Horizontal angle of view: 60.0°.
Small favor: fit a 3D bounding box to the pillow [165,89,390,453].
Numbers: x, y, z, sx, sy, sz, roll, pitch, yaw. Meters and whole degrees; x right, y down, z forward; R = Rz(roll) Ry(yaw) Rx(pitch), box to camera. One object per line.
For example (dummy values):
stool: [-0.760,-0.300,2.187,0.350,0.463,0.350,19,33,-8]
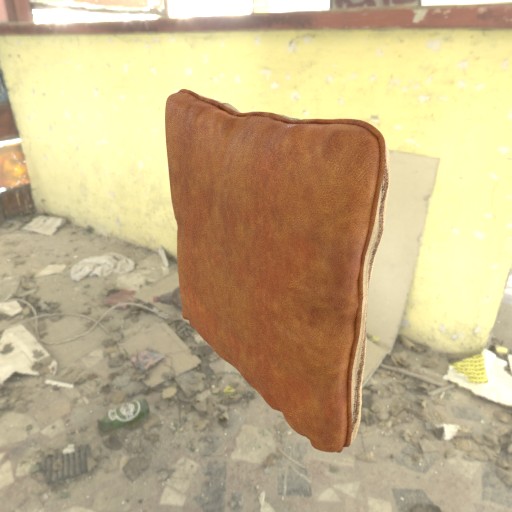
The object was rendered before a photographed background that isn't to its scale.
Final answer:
pillow: [0.000,0.000,0.733,0.130,0.490,0.489,-17,31,-32]
